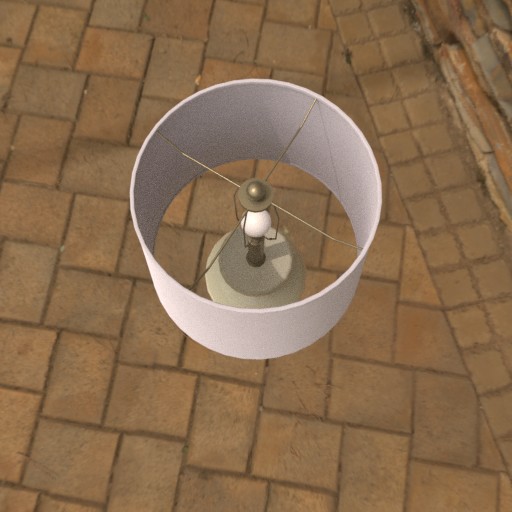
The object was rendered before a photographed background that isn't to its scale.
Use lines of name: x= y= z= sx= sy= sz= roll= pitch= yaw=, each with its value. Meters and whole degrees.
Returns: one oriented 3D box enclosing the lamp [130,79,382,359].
lamp: x=0.000 y=0.000 z=0.523 sx=0.239 sy=0.399 sz=0.239 roll=0 pitch=75 yaw=0
